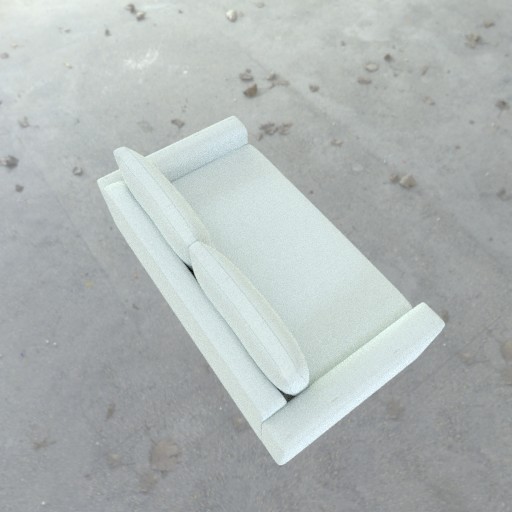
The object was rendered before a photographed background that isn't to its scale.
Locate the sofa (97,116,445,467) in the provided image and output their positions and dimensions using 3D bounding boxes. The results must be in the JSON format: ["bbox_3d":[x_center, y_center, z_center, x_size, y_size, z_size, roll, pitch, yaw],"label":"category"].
[{"bbox_3d":[0.000,0.000,2.225,0.920,0.790,1.650,-31,63,-18],"label":"sofa"}]
